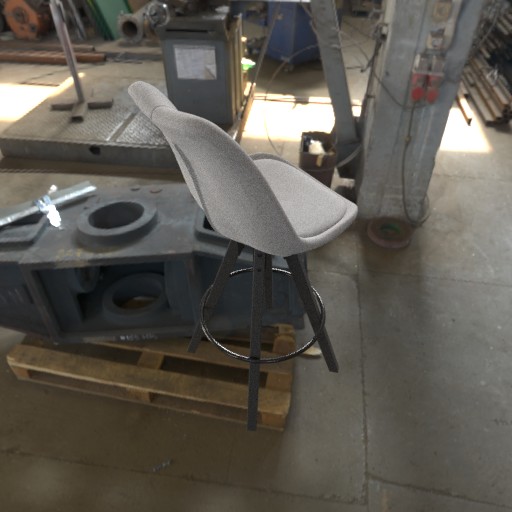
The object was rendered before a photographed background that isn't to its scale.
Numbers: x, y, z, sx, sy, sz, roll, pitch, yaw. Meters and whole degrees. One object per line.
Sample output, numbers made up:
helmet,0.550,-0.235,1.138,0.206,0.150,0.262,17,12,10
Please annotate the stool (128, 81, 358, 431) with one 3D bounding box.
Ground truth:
stool,0.000,0.000,1.402,0.550,1.115,0.485,-26,47,-27
